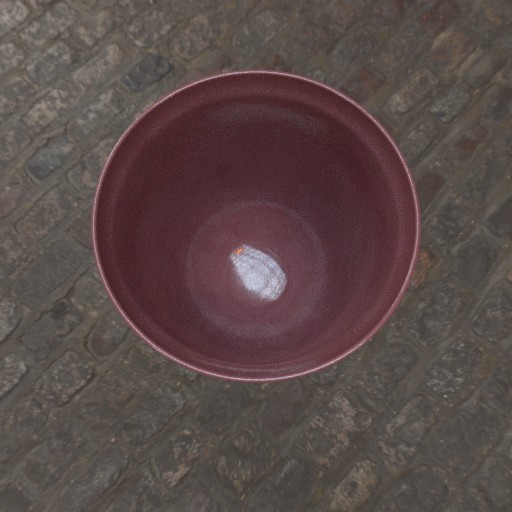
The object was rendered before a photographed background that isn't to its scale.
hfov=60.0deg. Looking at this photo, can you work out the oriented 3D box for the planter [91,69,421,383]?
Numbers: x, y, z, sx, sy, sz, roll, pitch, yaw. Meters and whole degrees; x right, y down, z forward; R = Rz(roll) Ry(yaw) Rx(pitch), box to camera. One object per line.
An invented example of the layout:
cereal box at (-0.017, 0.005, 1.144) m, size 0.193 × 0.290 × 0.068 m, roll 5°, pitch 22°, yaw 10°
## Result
planter at (0.000, 0.000, 0.365) m, size 0.195 × 0.214 × 0.195 m, roll 0°, pitch 76°, yaw 0°
